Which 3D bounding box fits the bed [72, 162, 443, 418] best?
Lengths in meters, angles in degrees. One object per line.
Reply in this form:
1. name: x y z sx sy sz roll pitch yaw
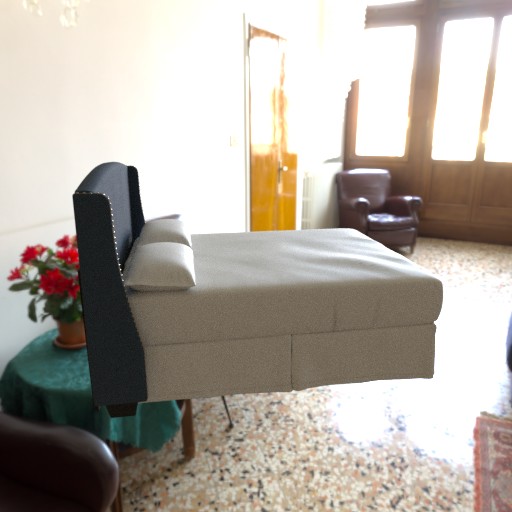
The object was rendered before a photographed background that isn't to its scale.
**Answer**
1. bed: 0.000 0.000 3.376 2.237 1.407 1.710 -3 17 -9
